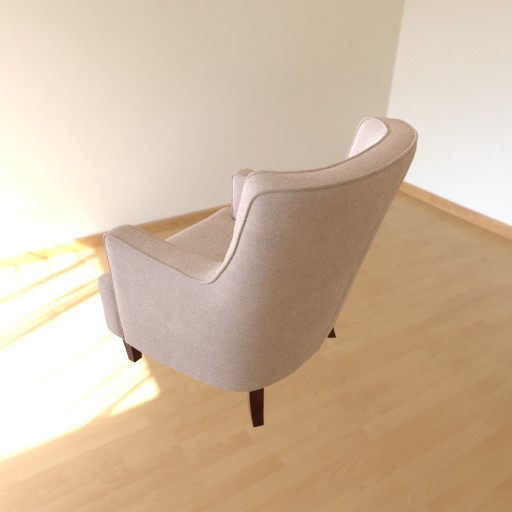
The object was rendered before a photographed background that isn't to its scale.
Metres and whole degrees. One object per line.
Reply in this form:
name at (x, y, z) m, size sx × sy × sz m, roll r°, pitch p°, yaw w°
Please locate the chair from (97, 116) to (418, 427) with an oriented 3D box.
chair at (0.000, 0.000, 1.574) m, size 0.910 × 0.920 × 0.781 m, roll 20°, pitch 36°, yaw 30°
